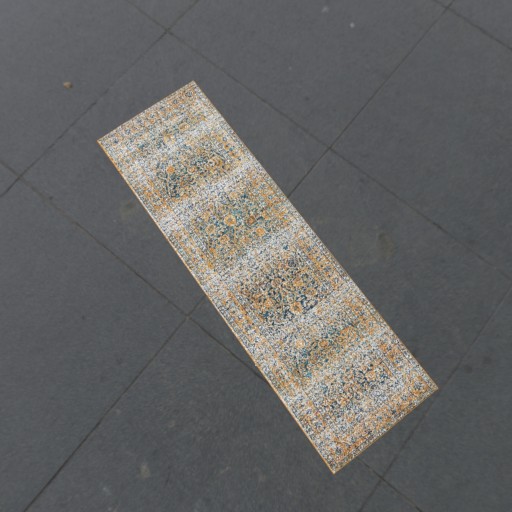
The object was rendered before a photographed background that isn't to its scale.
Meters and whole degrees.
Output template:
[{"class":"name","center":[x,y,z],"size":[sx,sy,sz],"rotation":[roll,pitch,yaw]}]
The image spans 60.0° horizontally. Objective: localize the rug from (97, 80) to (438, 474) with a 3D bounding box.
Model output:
[{"class":"rug","center":[0.000,0.000,2.500],"size":[0.704,0.014,2.294],"rotation":[-35,79,-8]}]
